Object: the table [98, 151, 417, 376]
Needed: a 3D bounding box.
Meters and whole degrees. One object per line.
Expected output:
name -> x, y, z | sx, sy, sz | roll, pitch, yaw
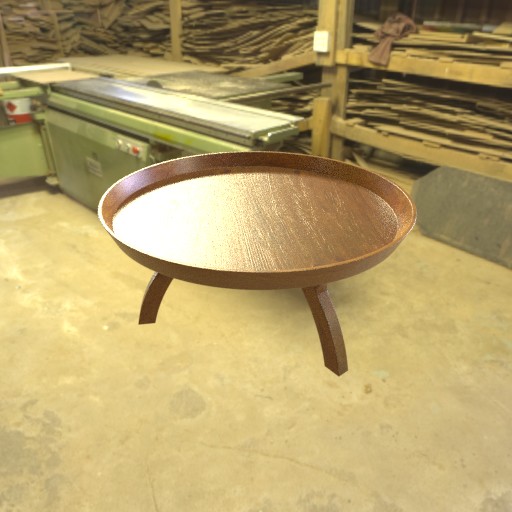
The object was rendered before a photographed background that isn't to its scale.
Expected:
table -> 0.000, 0.000, 1.573 | 1.016, 0.470, 1.016 | 0, 29, 0
